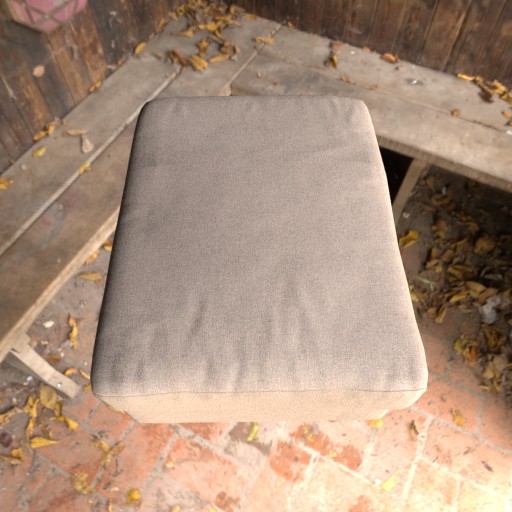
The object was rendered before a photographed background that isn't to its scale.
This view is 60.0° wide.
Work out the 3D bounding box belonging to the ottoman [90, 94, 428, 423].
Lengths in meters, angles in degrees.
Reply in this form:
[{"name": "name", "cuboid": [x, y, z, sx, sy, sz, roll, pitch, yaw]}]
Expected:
[{"name": "ottoman", "cuboid": [0.000, 0.000, 1.266, 0.692, 0.511, 0.902, -1, 57, 0]}]
